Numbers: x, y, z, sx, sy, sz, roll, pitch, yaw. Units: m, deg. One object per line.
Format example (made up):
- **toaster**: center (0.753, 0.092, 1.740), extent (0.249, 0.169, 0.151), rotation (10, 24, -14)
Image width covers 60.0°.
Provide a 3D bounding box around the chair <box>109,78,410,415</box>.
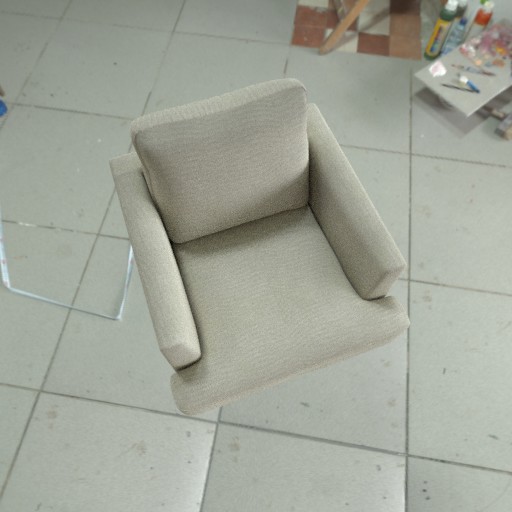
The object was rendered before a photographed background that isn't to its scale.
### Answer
- **chair**: center (0.000, 0.000, 1.660), extent (0.858, 0.957, 0.899), rotation (-18, 65, -9)
